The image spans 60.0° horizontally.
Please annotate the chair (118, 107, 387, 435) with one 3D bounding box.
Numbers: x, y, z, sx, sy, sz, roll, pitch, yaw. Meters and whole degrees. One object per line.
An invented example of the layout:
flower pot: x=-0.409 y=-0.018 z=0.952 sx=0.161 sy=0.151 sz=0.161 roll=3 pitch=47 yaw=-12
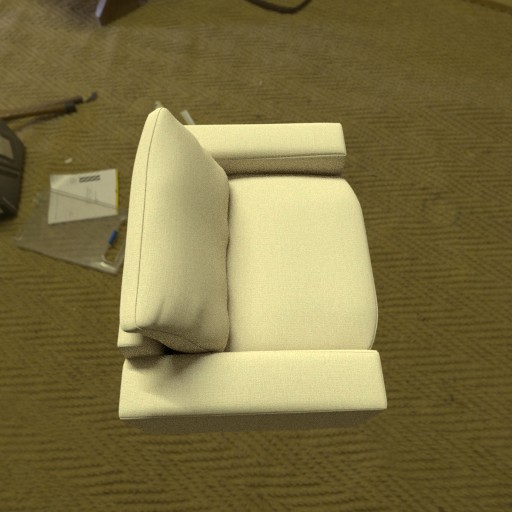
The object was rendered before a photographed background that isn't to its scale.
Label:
chair: x=0.000 y=0.000 z=2.007 sx=1.039 sy=0.915 sz=1.398 roll=-2 pitch=63 yaw=-1
